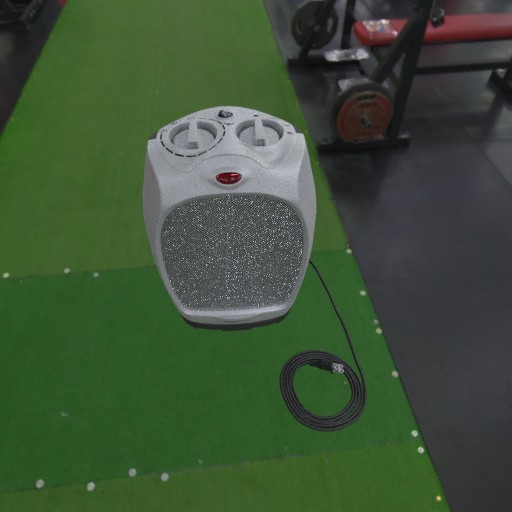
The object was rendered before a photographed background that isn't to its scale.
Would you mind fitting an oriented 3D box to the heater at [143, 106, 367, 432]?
[{"bbox_3d":[0.000,0.000,0.475,0.239,0.255,0.291,-3,48,-3],"label":"heater"}]
